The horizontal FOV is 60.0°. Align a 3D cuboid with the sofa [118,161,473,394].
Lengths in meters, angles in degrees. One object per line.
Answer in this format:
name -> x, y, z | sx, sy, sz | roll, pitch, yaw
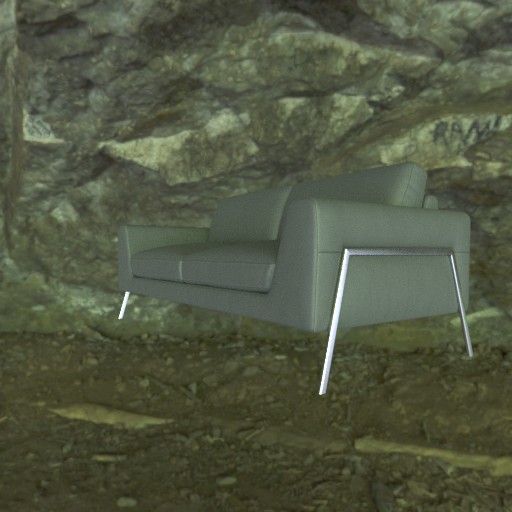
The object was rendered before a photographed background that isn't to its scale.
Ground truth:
sofa -> 0.000, 0.000, 2.510 | 0.953, 0.875, 2.017 | 0, 1, -35
